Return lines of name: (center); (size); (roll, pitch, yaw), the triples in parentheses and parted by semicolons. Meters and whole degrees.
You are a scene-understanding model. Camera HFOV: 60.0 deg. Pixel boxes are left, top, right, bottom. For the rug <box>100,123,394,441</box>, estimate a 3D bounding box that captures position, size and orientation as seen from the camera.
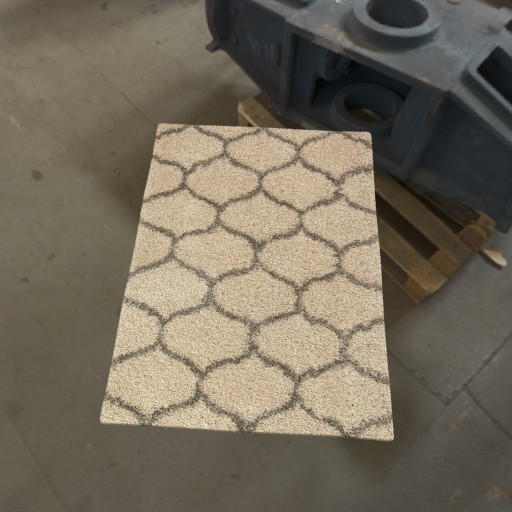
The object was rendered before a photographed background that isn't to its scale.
rug: (0.000, 0.000, 2.150); (1.200, 0.025, 1.600); (3, 64, 1)
